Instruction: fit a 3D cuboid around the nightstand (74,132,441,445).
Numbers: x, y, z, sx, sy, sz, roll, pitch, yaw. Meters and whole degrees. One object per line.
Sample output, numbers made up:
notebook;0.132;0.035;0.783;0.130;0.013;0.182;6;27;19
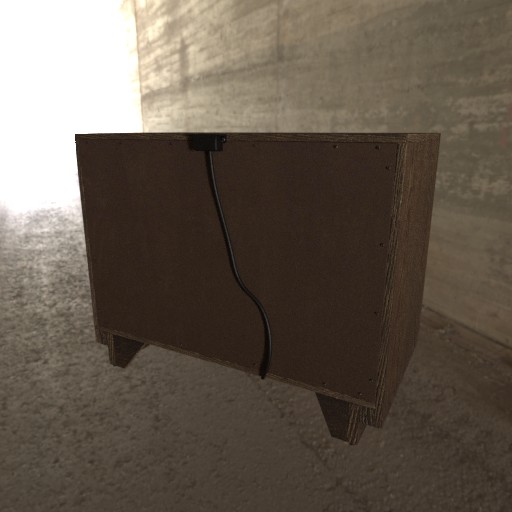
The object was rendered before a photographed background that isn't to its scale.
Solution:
nightstand;0.000;0.000;1.143;0.775;0.612;0.457;8;18;27
